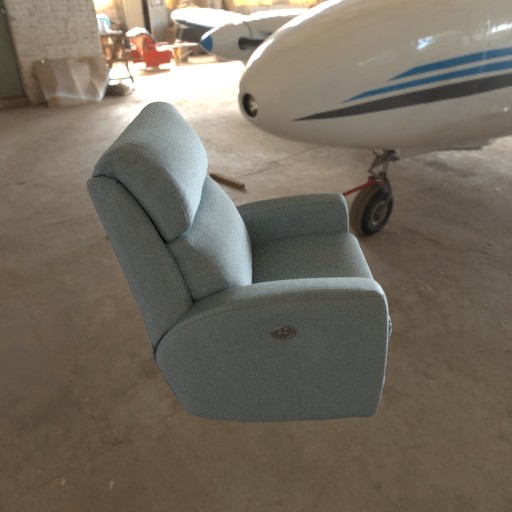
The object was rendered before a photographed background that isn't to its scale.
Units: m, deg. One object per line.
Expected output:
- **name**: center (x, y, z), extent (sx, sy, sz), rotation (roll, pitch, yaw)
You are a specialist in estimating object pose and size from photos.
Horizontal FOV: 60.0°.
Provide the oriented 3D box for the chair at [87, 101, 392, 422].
- **chair**: center (0.000, 0.000, 1.651), extent (0.940, 1.016, 0.794), rotation (0, 31, 0)
